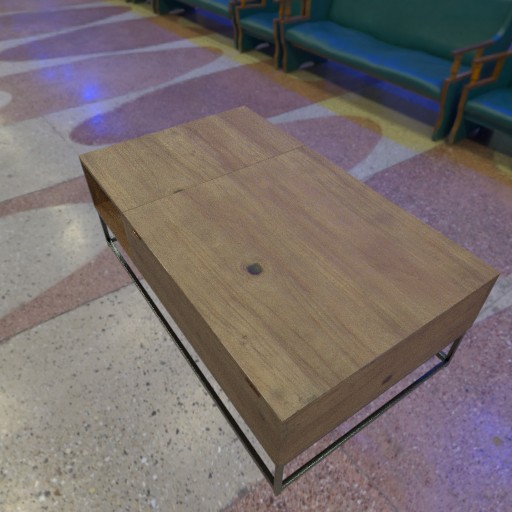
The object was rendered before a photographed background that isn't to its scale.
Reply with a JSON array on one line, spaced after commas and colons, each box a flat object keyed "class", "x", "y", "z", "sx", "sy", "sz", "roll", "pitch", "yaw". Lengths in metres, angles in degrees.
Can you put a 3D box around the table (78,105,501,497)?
[{"class": "table", "x": 0.000, "y": 0.000, "z": 1.381, "sx": 0.655, "sy": 0.395, "sz": 1.101, "roll": -25, "pitch": 49, "yaw": -24}]
